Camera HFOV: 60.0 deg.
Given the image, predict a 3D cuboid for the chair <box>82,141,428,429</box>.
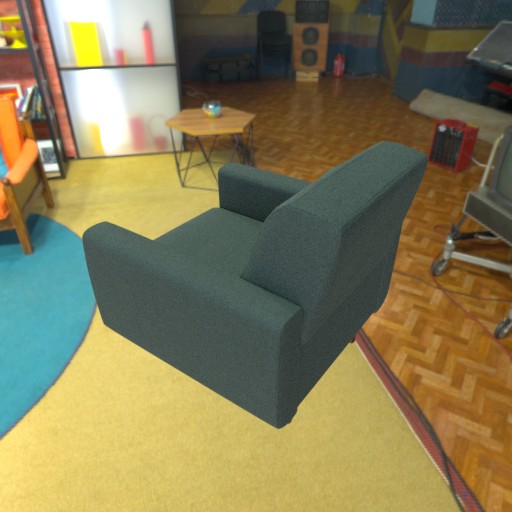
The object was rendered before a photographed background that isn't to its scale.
[{"bbox_3d":[0.000,0.000,1.606,0.909,0.841,0.831,22,39,30],"label":"chair"}]
